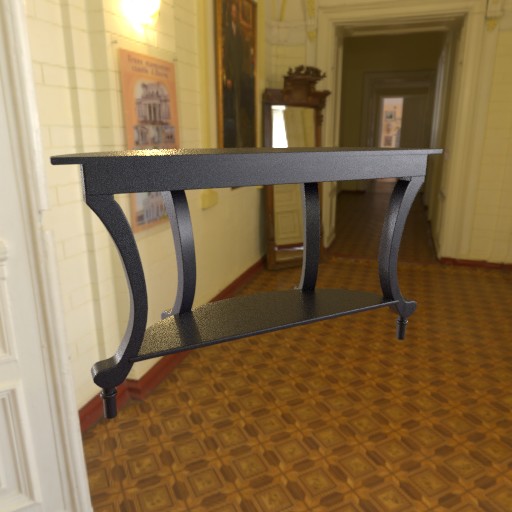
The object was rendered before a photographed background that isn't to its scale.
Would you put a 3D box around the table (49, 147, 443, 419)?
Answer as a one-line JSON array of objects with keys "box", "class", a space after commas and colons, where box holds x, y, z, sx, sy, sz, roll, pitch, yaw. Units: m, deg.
[{"box": [0.000, 0.000, 1.484, 1.198, 0.692, 0.394, -8, 17, -26], "class": "table"}]
